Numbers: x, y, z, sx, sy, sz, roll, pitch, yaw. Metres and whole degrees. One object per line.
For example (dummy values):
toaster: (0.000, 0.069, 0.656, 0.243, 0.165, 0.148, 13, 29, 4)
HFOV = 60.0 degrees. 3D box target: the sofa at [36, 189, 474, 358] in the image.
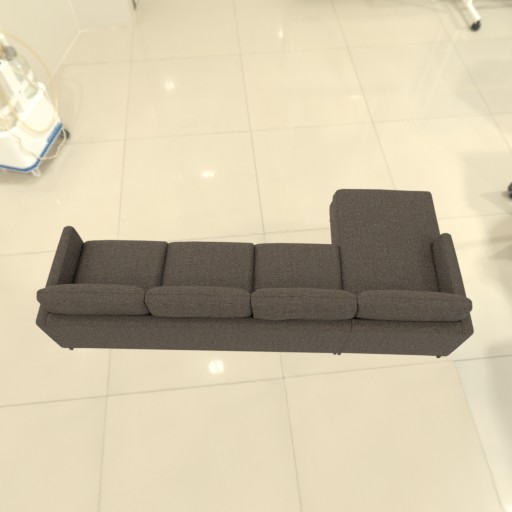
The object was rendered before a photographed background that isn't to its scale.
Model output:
sofa: (0.000, 0.000, 3.164, 2.731, 0.754, 1.258, 1, 59, 1)
